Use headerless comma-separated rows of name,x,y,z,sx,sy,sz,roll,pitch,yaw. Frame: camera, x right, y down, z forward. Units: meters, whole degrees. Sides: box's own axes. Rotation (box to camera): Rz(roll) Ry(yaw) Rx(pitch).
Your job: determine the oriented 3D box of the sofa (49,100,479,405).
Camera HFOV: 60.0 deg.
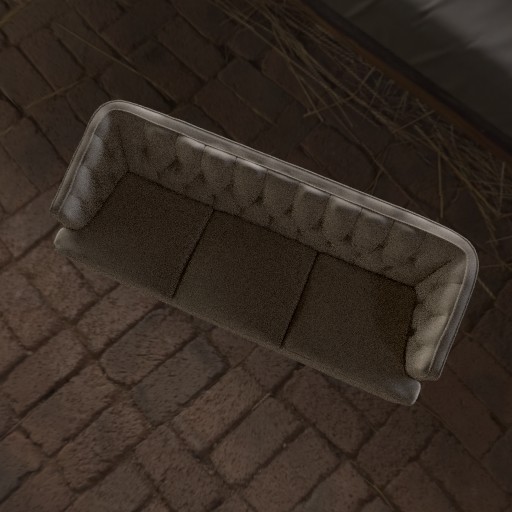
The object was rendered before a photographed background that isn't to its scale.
sofa,0.000,0.000,2.620,2.235,0.788,0.913,23,77,5
